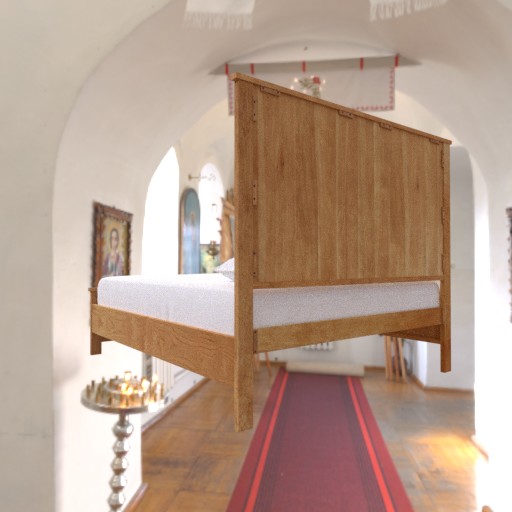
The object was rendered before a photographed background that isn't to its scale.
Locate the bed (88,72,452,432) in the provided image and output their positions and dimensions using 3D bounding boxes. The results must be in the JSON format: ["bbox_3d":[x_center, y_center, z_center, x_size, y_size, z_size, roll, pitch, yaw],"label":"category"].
[{"bbox_3d":[0.000,0.000,4.051,2.225,1.938,2.530,1,-1,-38],"label":"bed"}]
